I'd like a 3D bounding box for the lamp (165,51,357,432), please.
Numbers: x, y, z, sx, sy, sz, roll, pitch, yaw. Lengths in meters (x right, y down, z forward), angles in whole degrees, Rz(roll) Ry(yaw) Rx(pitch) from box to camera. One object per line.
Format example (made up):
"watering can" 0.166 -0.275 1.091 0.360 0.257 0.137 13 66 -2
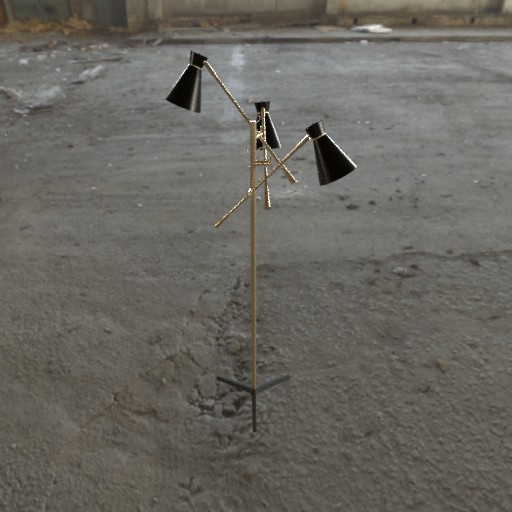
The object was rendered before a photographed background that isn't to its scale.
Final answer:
"lamp" 0.000 0.000 2.157 0.750 1.804 0.653 -1 32 -1
